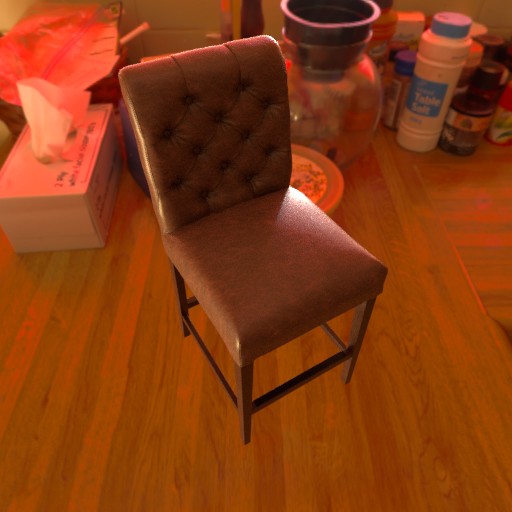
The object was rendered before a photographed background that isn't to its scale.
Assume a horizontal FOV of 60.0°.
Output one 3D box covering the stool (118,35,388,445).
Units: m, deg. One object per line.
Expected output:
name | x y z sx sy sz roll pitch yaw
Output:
stool | 0.000 0.000 1.407 0.486 1.084 0.660 -23 51 -21
